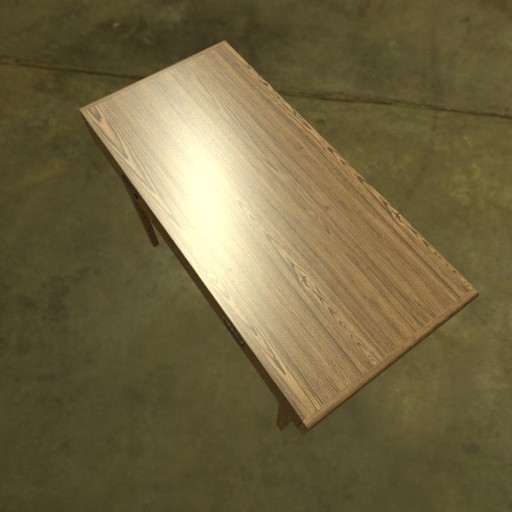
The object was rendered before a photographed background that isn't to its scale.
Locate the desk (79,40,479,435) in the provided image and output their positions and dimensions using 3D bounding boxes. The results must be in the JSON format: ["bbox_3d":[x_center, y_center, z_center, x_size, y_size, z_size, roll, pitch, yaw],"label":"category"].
[{"bbox_3d":[0.000,0.000,1.484,0.508,0.755,1.067,-33,68,-15],"label":"desk"}]
